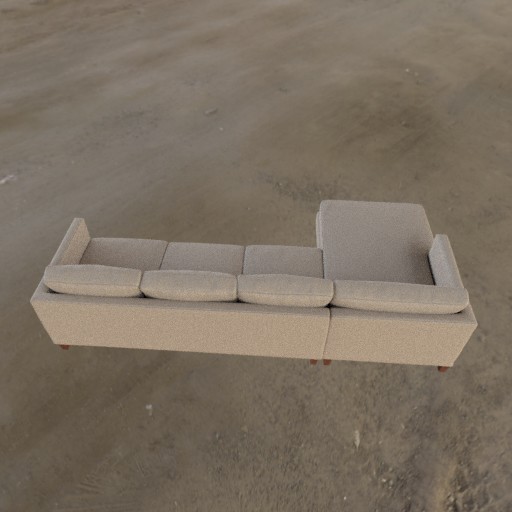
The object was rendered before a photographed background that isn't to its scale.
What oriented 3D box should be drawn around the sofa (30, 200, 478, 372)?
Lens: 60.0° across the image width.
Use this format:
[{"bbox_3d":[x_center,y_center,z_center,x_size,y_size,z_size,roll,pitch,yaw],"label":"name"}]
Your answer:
[{"bbox_3d":[0.000,0.000,3.854,3.186,0.846,1.625,3,46,3],"label":"sofa"}]
